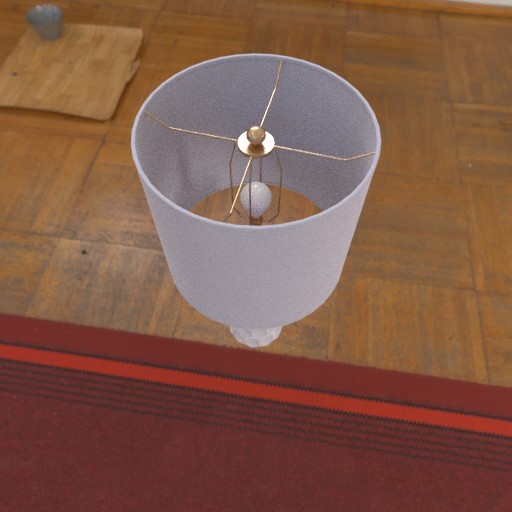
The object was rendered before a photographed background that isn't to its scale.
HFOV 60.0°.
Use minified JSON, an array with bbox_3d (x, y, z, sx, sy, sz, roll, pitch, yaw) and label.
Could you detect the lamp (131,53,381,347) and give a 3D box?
[{"bbox_3d":[0.000,0.000,0.722,0.277,0.537,0.277,-32,63,-19],"label":"lamp"}]
